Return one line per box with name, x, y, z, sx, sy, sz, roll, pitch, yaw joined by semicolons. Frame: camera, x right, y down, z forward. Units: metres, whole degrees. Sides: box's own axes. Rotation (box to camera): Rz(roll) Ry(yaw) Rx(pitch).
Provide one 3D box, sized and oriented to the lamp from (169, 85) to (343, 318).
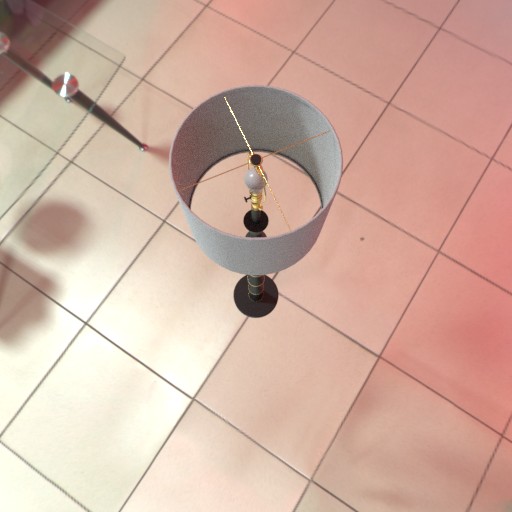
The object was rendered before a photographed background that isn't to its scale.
lamp;0.000;0.000;1.676;0.381;1.480;0.381;-23;75;-7
